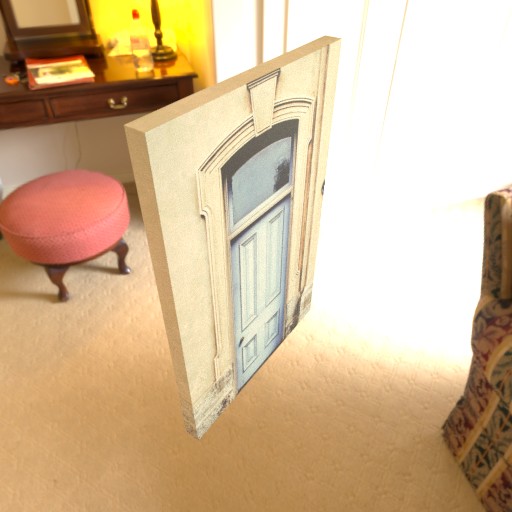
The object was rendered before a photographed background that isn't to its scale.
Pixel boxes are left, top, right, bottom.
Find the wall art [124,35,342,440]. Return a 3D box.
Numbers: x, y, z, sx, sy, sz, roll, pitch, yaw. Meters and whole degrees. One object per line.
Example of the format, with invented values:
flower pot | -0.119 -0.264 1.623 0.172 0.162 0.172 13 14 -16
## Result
wall art | 0.000 0.000 0.949 0.038 0.764 0.508 25 47 27
